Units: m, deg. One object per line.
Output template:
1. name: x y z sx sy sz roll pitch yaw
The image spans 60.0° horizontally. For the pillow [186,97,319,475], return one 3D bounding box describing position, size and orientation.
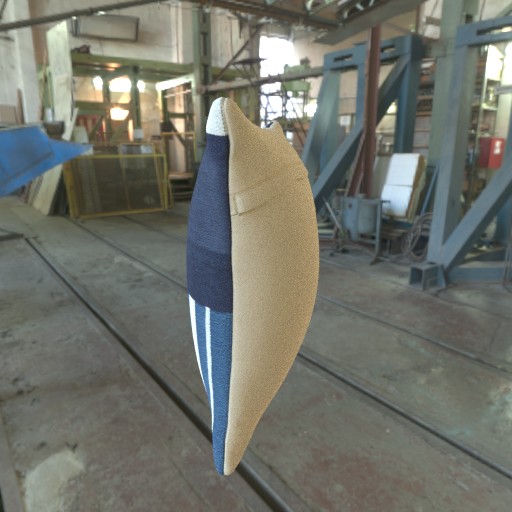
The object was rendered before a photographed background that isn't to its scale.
1. pillow: 0.000 0.000 0.809 0.229 0.506 0.536 2 15 9
